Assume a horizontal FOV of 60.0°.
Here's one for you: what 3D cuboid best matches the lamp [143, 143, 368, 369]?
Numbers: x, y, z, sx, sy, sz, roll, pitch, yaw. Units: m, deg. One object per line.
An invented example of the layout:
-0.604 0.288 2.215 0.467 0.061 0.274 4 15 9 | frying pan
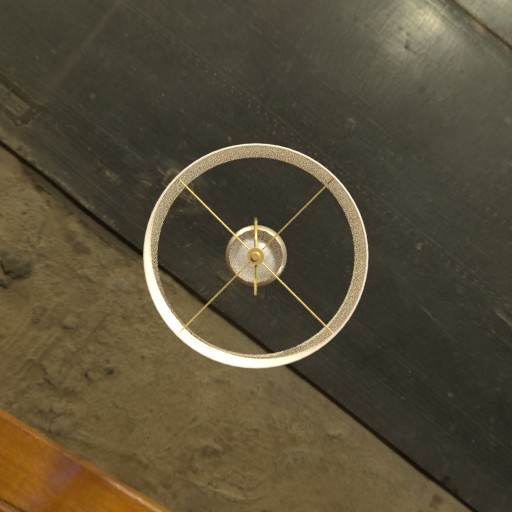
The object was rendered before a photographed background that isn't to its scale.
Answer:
0.000 0.000 0.804 0.328 0.612 0.328 0 90 0 | lamp
